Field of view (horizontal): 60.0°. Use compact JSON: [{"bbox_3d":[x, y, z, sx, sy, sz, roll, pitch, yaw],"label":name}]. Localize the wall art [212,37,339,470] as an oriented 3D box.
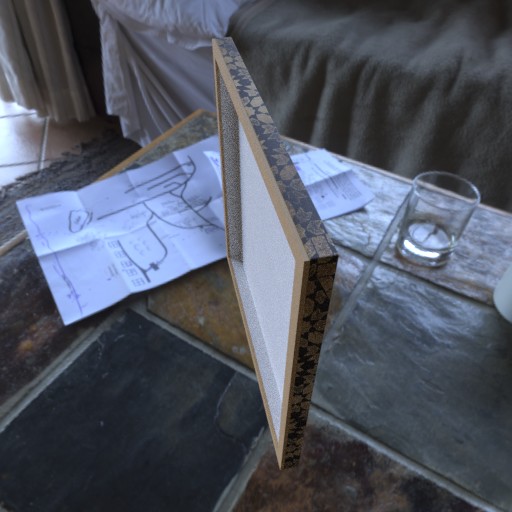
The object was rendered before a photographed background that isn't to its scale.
[{"bbox_3d":[0.000,0.000,0.878,0.038,0.612,0.612,-9,47,-9],"label":"wall art"}]
